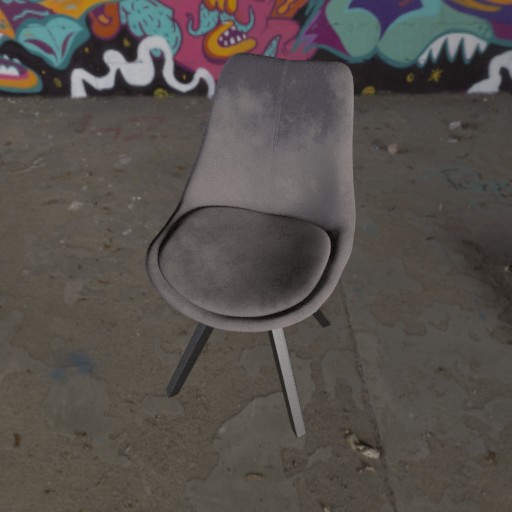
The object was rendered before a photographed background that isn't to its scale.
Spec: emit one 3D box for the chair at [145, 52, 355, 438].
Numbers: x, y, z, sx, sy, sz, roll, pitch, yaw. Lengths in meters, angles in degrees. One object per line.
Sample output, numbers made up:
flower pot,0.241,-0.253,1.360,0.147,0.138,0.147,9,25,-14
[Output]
chair,0.000,0.000,1.161,0.476,0.850,0.550,12,42,14
